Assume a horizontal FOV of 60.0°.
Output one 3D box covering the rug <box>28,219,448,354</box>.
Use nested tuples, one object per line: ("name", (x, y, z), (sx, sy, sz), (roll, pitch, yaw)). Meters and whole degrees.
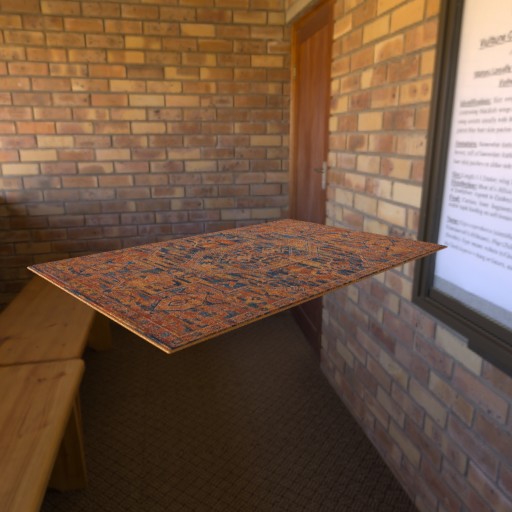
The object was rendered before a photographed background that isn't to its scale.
("rug", (0.000, 0.000, 2.186), (1.758, 0.013, 1.148), (-14, 20, -42))
